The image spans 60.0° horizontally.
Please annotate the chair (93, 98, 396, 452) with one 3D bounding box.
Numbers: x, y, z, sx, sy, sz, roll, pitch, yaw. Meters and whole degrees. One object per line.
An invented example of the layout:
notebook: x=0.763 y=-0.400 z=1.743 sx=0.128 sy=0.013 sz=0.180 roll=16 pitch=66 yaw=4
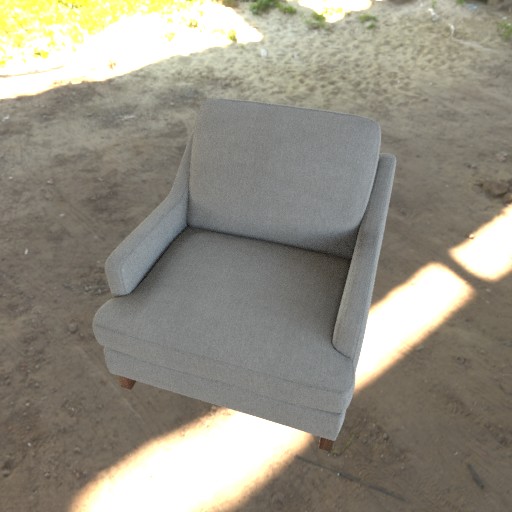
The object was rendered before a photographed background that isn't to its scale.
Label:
chair: x=0.000 y=0.000 z=1.560 sx=0.826 sy=0.821 sz=0.892 roll=12 pitch=42 yaw=14
